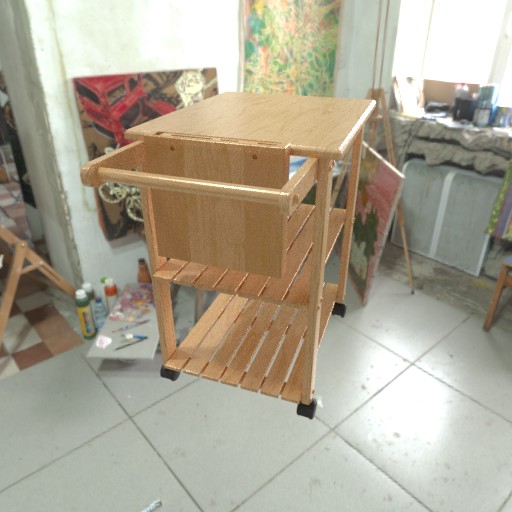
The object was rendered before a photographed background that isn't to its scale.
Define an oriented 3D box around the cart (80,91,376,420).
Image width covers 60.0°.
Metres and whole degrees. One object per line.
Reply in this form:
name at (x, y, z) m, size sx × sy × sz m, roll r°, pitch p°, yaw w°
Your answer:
cart at (0.000, 0.000, 1.340) m, size 0.520 × 0.816 × 0.843 m, roll 10°, pitch 31°, yaw 17°
